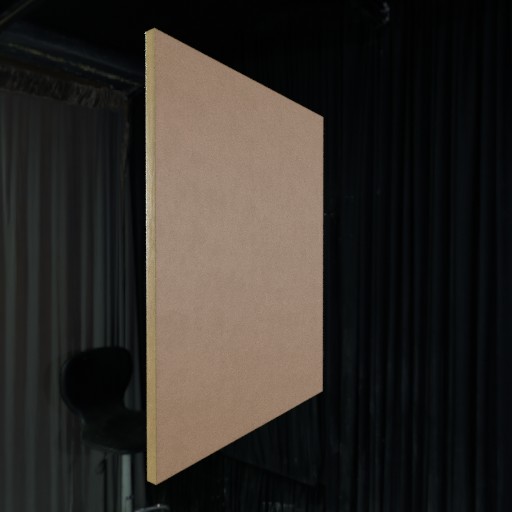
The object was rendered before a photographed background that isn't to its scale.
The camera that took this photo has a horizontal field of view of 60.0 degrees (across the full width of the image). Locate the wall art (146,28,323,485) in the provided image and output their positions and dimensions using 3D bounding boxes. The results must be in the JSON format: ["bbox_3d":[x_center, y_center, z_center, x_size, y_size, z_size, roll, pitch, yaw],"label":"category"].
[{"bbox_3d":[0.000,0.000,1.305,0.030,1.002,0.798,1,1,36],"label":"wall art"}]
